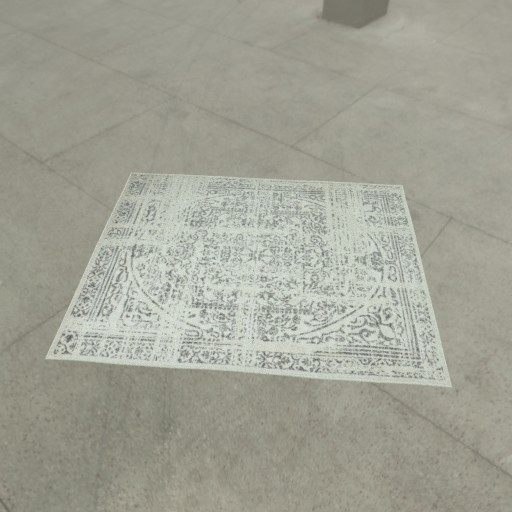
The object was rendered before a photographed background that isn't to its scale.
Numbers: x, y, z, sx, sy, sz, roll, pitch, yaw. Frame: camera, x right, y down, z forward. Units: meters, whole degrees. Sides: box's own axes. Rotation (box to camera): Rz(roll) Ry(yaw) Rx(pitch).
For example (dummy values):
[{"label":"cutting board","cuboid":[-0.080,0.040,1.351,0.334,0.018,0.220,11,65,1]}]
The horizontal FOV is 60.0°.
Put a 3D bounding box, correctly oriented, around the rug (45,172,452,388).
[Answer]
[{"label":"rug","cuboid":[0.000,0.000,3.941,2.921,0.032,2.311,3,46,3]}]
